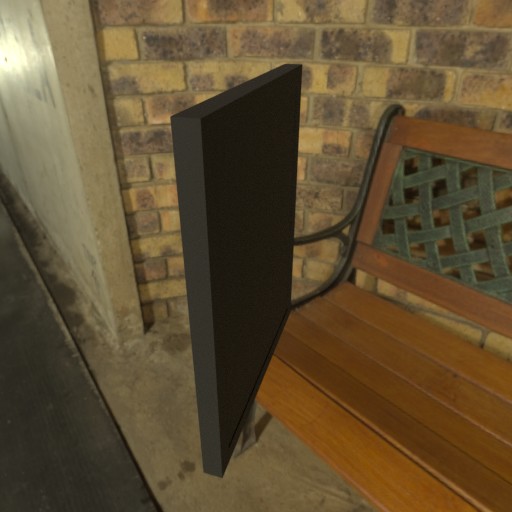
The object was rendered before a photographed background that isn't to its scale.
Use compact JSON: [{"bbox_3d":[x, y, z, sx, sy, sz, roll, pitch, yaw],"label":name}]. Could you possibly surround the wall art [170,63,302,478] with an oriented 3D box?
[{"bbox_3d":[0.000,0.000,0.759,0.033,0.559,0.457,9,31,15],"label":"wall art"}]
